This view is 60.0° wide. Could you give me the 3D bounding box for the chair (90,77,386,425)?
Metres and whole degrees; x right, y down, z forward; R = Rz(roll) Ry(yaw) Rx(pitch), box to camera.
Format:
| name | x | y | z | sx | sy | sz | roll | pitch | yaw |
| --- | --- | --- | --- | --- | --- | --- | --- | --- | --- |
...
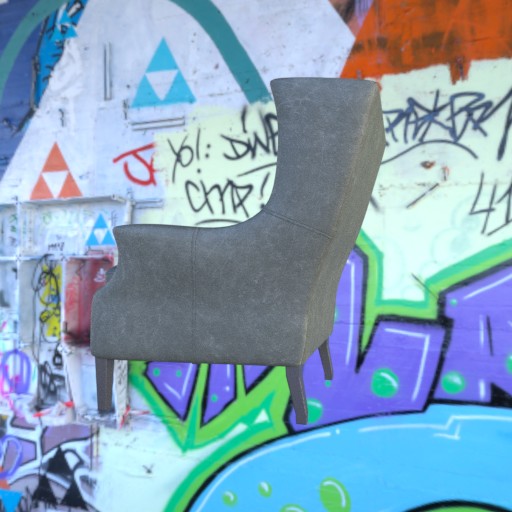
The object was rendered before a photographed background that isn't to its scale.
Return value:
| name | x | y | z | sx | sy | sz | roll | pitch | yaw |
| --- | --- | --- | --- | --- | --- | --- | --- | --- | --- |
| chair | 0.000 | 0.000 | 1.669 | 0.926 | 1.016 | 0.853 | 0 | -1 | 18 |
